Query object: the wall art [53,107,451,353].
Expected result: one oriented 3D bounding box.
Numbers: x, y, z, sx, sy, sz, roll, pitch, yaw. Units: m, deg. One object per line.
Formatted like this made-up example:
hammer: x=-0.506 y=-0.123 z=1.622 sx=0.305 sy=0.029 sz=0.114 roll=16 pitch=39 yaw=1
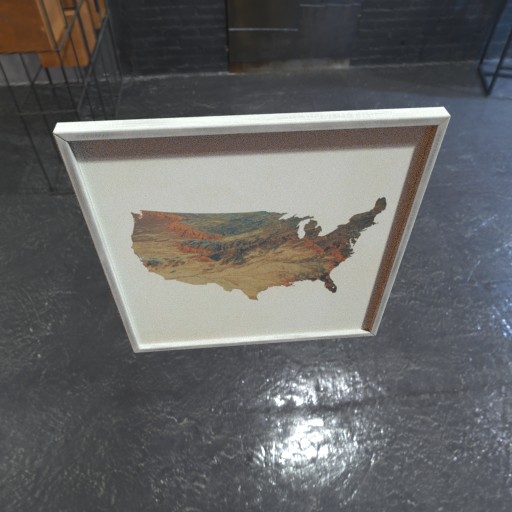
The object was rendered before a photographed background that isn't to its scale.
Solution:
wall art: x=0.000 y=0.000 z=0.449 sx=0.303 sy=0.303 sz=0.015 roll=-3 pitch=46 yaw=-3
